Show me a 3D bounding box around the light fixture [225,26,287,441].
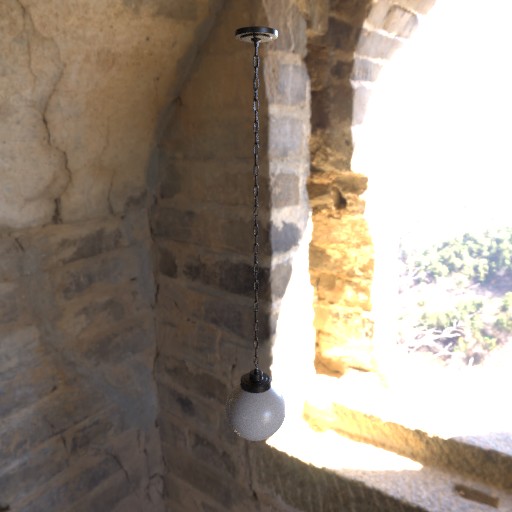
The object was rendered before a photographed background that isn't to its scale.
[{"bbox_3d":[0.000,0.000,2.018,0.304,1.867,0.305,-2,14,-9],"label":"light fixture"}]
